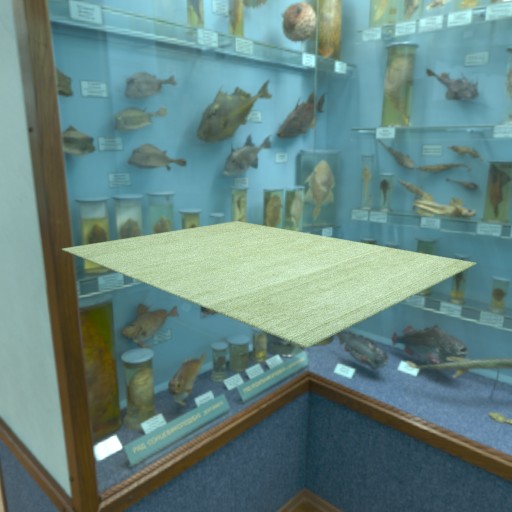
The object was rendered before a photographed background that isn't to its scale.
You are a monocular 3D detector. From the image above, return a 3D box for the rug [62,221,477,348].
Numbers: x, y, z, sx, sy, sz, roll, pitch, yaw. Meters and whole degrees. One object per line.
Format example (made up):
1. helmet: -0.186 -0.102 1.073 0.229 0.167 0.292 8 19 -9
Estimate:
1. rug: 0.000 0.000 4.257 2.425 0.016 3.198 -14 19 -43
